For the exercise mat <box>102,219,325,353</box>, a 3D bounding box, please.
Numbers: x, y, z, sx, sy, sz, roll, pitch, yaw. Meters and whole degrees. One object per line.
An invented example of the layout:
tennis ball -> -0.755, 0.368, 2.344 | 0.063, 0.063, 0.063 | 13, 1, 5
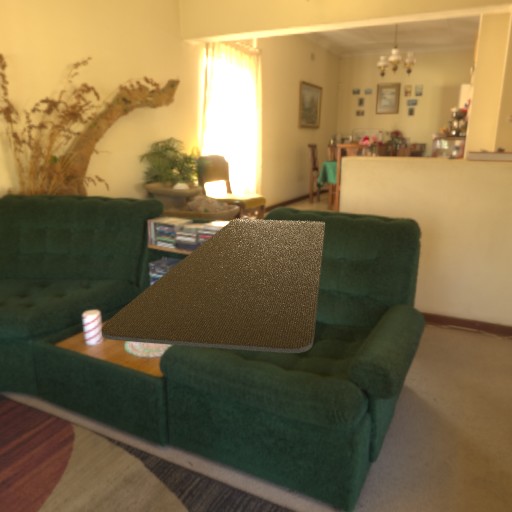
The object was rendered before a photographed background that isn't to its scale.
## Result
exercise mat -> 0.000, 0.000, 2.095 | 0.616, 0.021, 1.869 | 3, 15, 9
